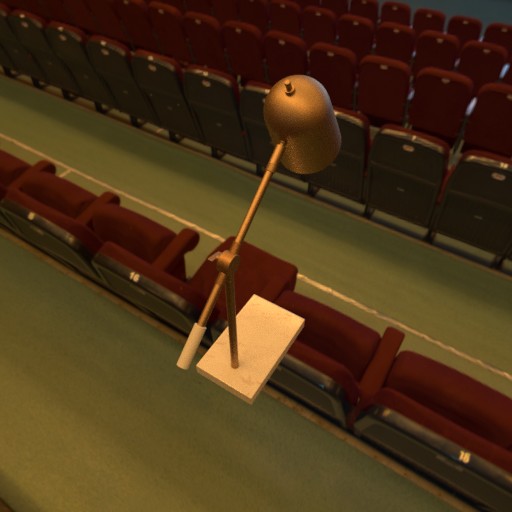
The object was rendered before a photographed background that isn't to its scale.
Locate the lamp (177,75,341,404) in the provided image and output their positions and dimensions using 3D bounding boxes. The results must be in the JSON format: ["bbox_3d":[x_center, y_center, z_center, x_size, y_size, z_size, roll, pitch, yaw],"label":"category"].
[{"bbox_3d":[0.000,0.000,0.826,0.144,0.603,0.471,25,51,22],"label":"lamp"}]
